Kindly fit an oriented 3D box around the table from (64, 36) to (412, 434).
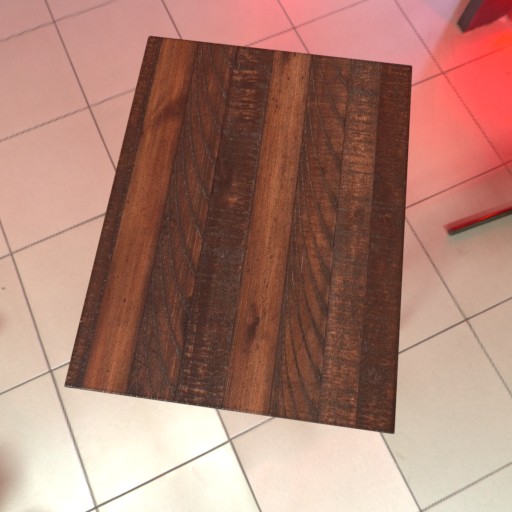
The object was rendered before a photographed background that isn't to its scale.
[{"bbox_3d":[0.000,0.000,1.078,0.524,0.612,0.678,7,75,2],"label":"table"}]
